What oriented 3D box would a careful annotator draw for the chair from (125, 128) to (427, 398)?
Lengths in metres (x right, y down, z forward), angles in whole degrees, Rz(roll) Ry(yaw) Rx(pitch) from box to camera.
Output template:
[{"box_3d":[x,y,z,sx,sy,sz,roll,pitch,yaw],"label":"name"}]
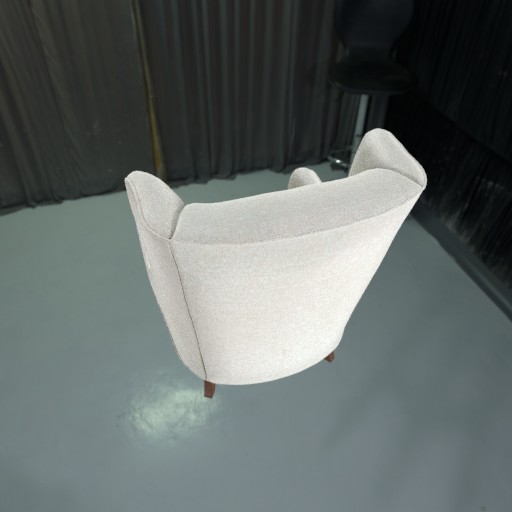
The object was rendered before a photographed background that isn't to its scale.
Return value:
[{"box_3d":[0.000,0.000,1.723,0.838,1.040,0.966,-13,44,-14],"label":"chair"}]
